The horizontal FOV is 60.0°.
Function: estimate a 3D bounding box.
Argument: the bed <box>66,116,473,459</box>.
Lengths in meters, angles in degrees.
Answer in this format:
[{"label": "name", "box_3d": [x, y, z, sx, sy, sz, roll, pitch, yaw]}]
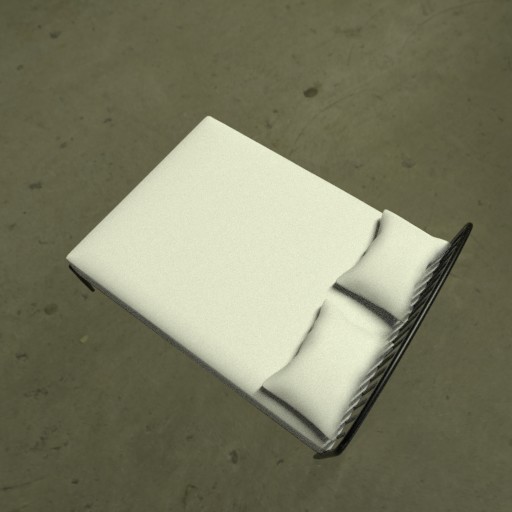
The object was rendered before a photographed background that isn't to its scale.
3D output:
[{"label": "bed", "box_3d": [0.000, 0.000, 3.076, 2.159, 1.166, 1.618, 33, 68, 15]}]
